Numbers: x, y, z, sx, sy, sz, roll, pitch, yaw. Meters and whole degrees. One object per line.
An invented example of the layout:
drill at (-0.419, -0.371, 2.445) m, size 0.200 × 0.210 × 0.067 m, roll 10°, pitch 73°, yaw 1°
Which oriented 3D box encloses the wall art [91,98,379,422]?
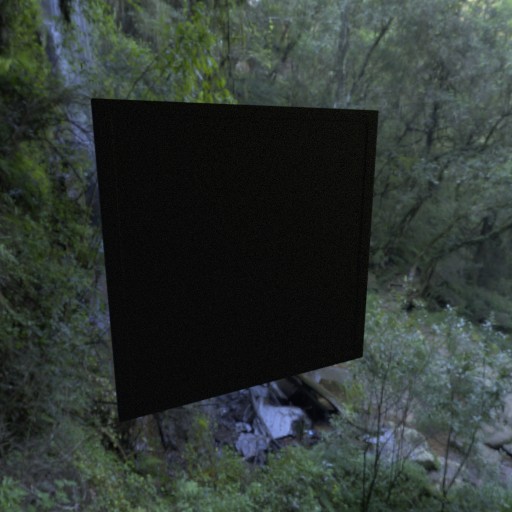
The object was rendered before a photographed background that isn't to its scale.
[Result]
wall art at (0.000, 0.000, 0.865) m, size 0.562 × 0.558 × 0.012 m, roll -7°, pitch 16°, yaw -26°
